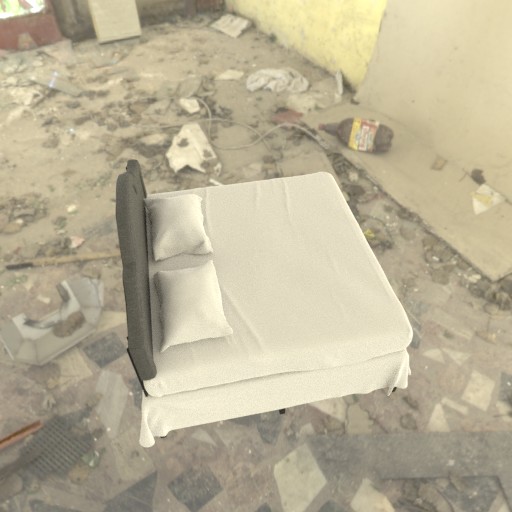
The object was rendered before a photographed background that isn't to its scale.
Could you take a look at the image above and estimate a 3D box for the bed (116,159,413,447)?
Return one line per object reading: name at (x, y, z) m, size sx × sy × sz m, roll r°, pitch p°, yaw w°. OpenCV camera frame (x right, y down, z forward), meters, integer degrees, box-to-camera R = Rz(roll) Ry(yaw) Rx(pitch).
bed at (0.000, 0.000, 3.719) m, size 2.222 × 1.631 × 2.303 m, roll -8°, pitch 48°, yaw -8°
